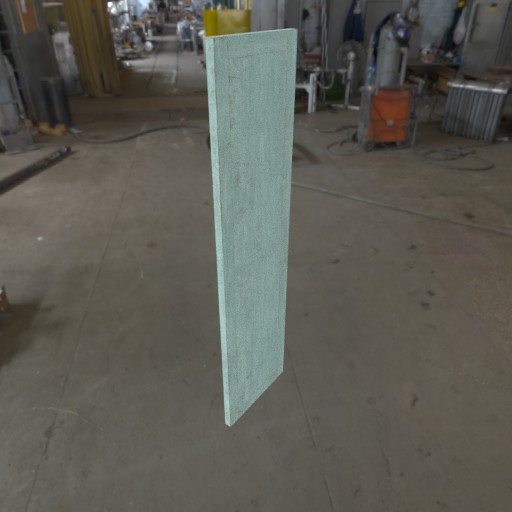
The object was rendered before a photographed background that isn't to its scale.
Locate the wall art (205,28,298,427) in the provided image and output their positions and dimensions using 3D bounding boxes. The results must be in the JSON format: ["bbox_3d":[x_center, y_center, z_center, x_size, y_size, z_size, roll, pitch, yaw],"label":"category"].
[{"bbox_3d":[0.000,0.000,1.350,0.025,1.219,0.329,21,36,31],"label":"wall art"}]
